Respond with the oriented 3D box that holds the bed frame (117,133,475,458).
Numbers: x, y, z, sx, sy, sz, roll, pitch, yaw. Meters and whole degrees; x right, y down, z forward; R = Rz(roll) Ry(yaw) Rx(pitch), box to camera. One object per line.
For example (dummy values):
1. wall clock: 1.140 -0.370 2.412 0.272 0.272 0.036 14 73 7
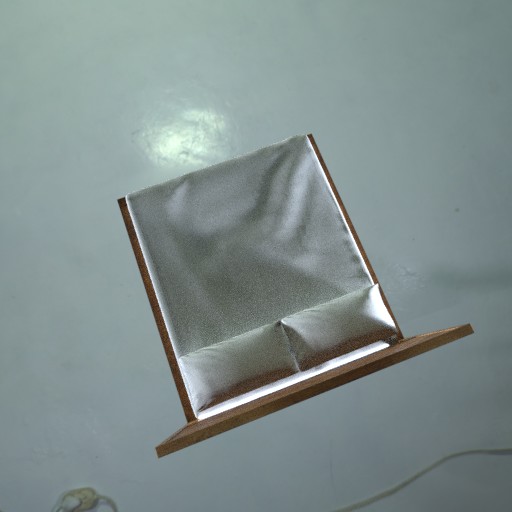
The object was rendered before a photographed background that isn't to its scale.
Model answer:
1. bed frame: 0.000 0.000 3.639 2.038 1.537 2.235 -20 76 -5
